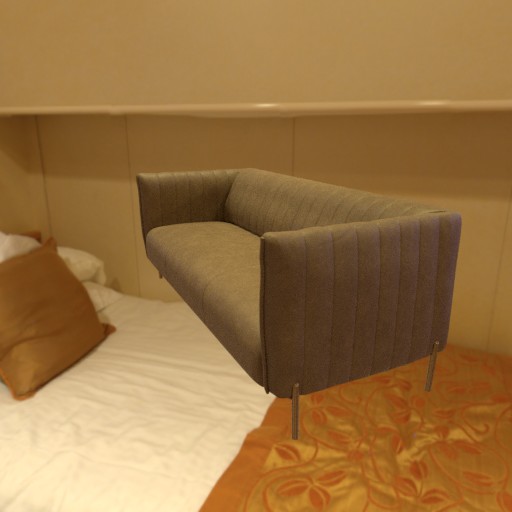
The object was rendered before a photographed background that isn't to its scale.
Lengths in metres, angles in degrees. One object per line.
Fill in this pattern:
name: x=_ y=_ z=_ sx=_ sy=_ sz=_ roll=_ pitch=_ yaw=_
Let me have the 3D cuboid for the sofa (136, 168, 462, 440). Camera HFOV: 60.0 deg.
sofa: x=0.000 y=0.000 z=2.444 sx=0.876 sy=0.779 sz=1.980 roll=-8 pitch=19 yaw=-25
